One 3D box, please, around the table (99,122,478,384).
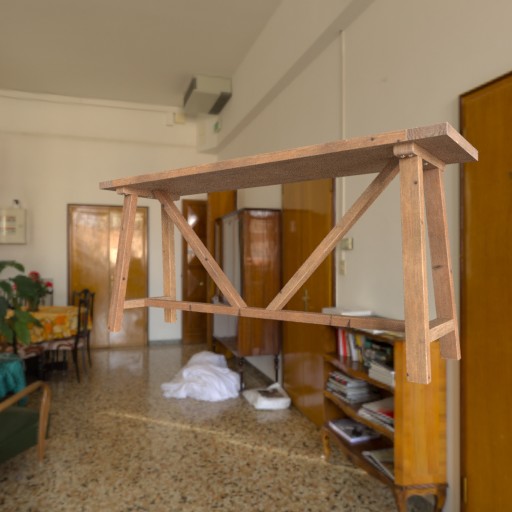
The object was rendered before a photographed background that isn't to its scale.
[{"bbox_3d":[0.000,0.000,2.070,1.800,0.810,0.465,0,0,37],"label":"table"}]
